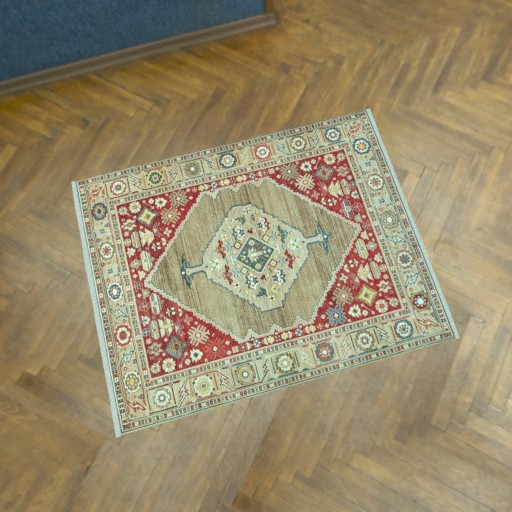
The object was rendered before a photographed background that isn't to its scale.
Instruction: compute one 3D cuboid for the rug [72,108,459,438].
[{"bbox_3d":[0.000,0.000,4.184,3.143,0.008,2.451,-15,75,-4],"label":"rug"}]
